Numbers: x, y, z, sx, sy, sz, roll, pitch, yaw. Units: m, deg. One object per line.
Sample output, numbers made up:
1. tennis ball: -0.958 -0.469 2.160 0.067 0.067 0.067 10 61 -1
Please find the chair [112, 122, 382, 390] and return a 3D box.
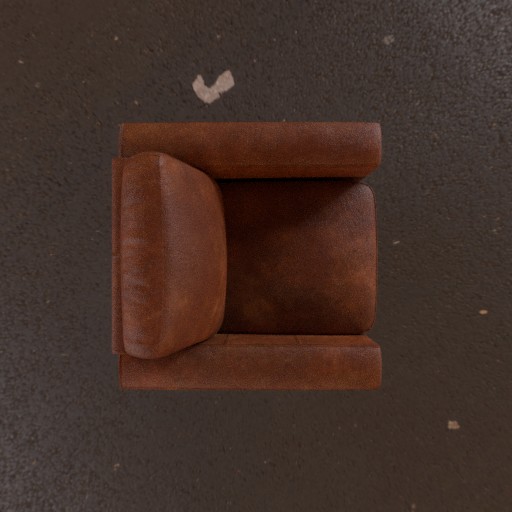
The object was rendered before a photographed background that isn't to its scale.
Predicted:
1. chair: 0.000 0.000 1.769 1.016 0.873 1.005 0 90 0
